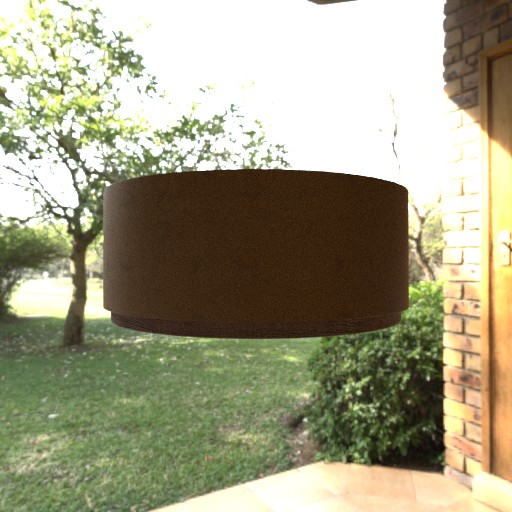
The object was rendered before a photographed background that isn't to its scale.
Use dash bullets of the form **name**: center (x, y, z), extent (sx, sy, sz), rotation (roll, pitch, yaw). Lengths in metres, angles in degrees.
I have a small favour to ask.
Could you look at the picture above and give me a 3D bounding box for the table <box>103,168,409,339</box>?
- **table**: center (0.000, 0.000, 1.535), extent (1.001, 0.409, 1.001), rotation (0, -1, 0)
